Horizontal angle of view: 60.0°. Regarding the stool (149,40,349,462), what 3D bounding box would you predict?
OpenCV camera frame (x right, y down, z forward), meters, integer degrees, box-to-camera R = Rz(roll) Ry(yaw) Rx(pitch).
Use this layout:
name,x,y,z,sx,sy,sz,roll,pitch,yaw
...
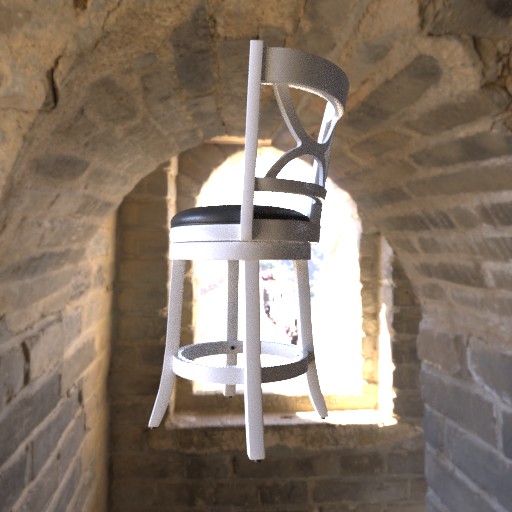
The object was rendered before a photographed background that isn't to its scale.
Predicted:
name,x,y,z,sx,sy,sz,roll,pitch,yaw
stool,0.000,0.000,1.240,0.508,0.953,0.444,0,-1,35
